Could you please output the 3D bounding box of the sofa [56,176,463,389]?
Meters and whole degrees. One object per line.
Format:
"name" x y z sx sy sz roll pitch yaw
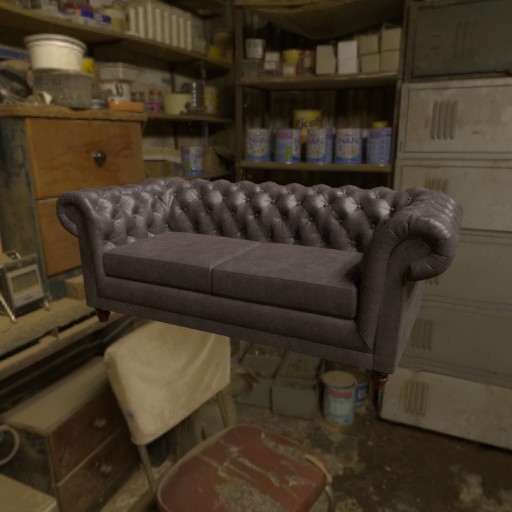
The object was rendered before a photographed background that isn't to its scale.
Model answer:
"sofa" 0.000 0.000 2.475 2.048 0.779 0.944 7 16 26
